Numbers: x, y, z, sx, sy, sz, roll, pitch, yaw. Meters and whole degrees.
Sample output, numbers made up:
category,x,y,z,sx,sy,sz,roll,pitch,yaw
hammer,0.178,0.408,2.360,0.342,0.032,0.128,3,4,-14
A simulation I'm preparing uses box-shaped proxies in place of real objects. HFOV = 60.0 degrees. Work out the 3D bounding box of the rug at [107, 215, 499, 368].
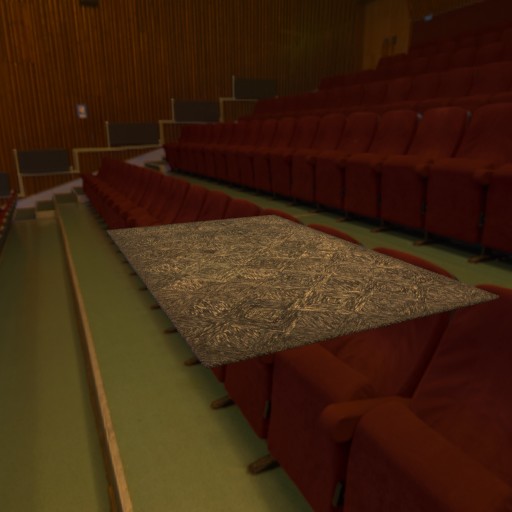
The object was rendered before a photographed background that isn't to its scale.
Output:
category,x,y,z,sx,sy,sz,roll,pitch,yaw
rug,0.000,0.000,2.133,1.139,0.010,1.754,-8,18,-25
